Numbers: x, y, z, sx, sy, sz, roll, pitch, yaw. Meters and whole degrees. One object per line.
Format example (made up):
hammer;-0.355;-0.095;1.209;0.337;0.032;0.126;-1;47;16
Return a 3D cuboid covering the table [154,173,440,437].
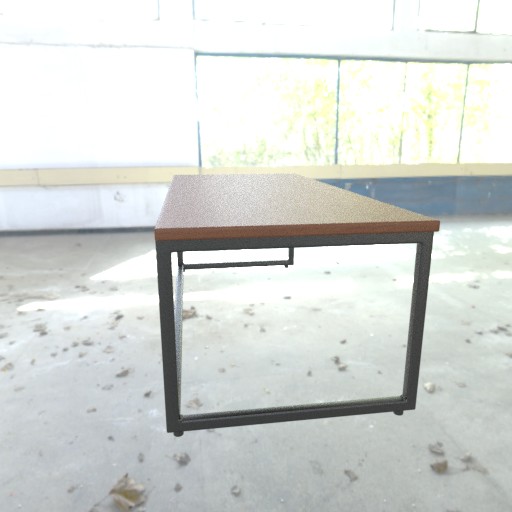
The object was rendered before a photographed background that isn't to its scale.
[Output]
table;0.000;0.000;1.330;0.500;0.400;1.100;-2;15;-8
